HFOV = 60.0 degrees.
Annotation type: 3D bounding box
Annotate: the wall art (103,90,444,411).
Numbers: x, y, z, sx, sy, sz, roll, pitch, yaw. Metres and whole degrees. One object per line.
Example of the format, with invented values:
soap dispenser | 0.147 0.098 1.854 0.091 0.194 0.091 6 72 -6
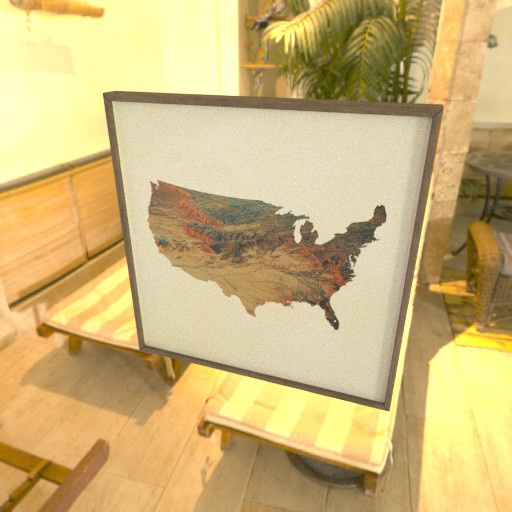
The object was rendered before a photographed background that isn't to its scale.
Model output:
wall art | 0.000 0.000 1.111 0.749 0.751 0.050 9 28 18
